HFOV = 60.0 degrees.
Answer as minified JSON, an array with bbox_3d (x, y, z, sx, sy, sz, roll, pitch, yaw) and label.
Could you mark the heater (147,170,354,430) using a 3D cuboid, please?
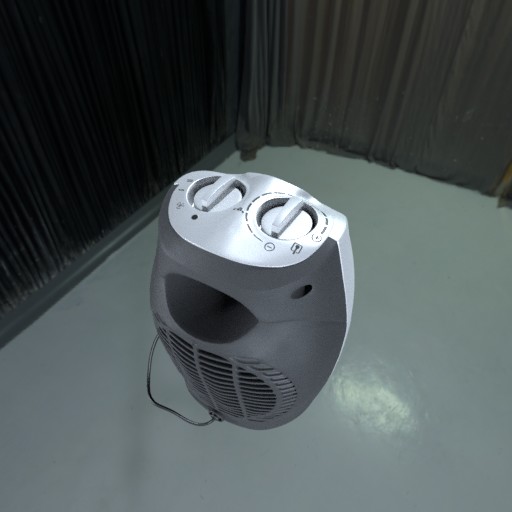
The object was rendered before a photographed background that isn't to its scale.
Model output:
[{"bbox_3d":[0.000,0.000,0.463,0.239,0.240,0.291,22,49,20],"label":"heater"}]
